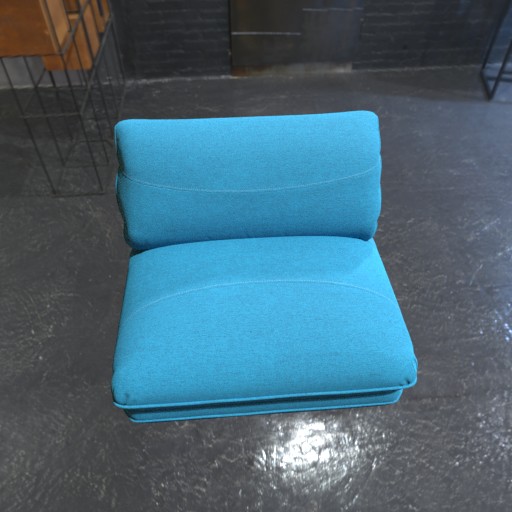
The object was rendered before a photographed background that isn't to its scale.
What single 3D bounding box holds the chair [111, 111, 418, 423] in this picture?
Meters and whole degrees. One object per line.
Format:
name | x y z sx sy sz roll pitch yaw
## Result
chair | 0.000 0.000 1.314 0.820 0.580 0.780 -3 46 -3
